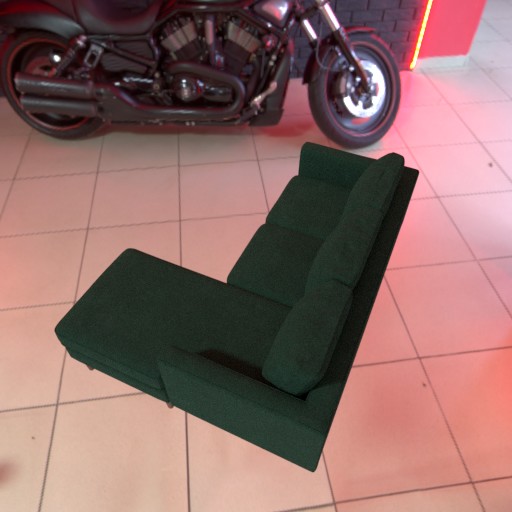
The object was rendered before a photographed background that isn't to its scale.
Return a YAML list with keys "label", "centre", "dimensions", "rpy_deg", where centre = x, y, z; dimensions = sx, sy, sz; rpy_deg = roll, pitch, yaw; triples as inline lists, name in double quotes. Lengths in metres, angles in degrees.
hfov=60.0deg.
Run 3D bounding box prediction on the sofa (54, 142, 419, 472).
- label: "sofa"
  centre: [0.000, 0.000, 2.862]
  dimensions: [1.580, 0.899, 2.030]
  rpy_deg: [19, 51, 16]
